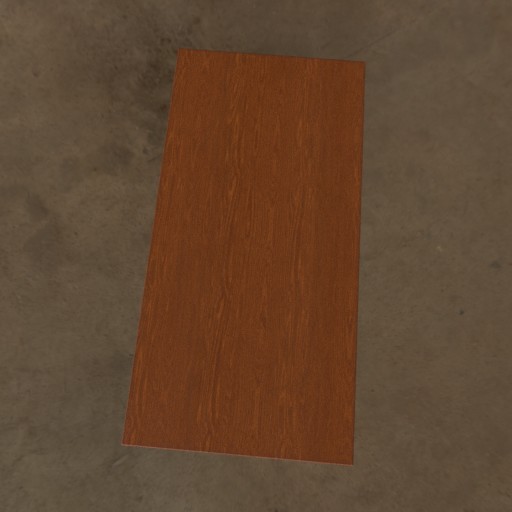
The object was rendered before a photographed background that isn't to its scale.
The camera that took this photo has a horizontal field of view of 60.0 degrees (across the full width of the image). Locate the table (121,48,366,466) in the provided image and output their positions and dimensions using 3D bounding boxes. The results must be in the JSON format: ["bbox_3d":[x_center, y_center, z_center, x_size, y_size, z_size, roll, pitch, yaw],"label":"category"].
[{"bbox_3d":[0.000,0.000,2.090,0.811,0.755,1.609,5,77,1],"label":"table"}]
